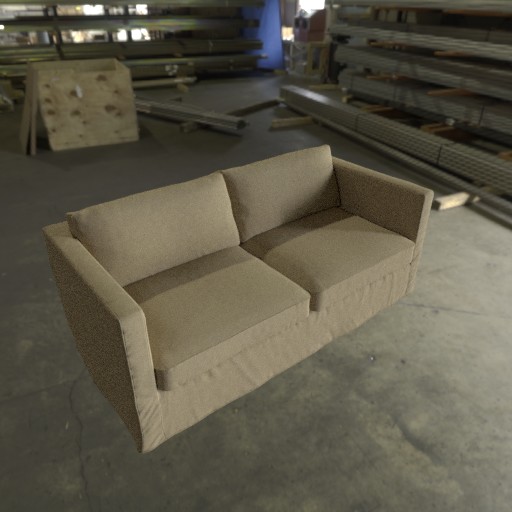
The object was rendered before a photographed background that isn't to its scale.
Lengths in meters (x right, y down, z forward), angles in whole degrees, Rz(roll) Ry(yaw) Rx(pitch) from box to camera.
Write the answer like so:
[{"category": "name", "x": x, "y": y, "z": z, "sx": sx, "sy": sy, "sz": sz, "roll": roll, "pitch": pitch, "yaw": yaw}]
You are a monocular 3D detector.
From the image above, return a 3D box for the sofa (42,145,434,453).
[{"category": "sofa", "x": 0.000, "y": 0.000, "z": 2.490, "sx": 1.959, "sy": 0.835, "sz": 0.962, "roll": -22, "pitch": 37, "yaw": -32}]
